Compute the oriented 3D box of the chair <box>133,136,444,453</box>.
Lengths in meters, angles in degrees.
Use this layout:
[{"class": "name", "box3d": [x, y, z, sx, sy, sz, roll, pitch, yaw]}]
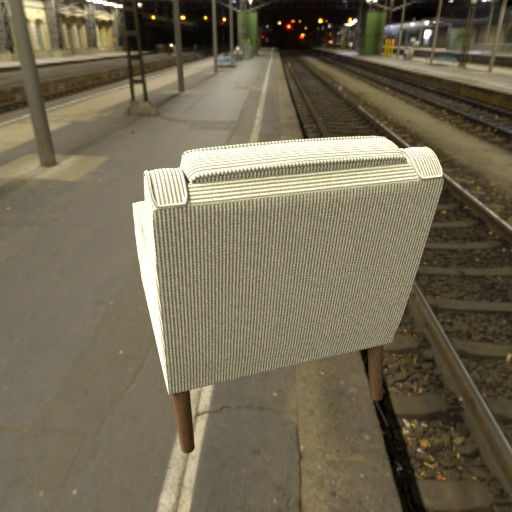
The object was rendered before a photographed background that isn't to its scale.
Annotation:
[{"class": "chair", "box3d": [0.000, 0.000, 1.344, 0.663, 0.792, 0.743, -9, 27, -17]}]
